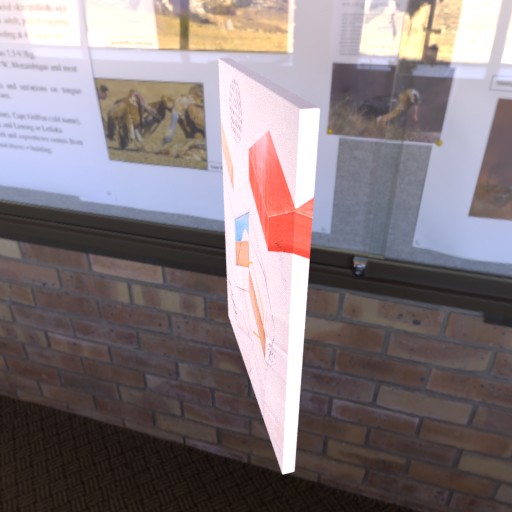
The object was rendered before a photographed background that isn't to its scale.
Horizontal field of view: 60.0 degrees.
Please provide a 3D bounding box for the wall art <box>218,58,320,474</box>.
[{"bbox_3d":[0.000,0.000,1.333,0.045,1.014,0.759,-8,31,-13],"label":"wall art"}]
